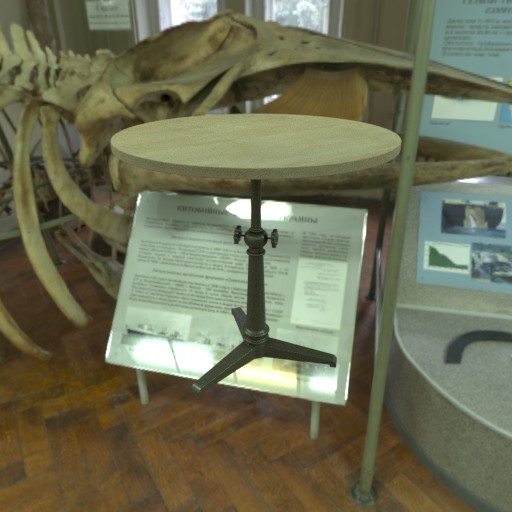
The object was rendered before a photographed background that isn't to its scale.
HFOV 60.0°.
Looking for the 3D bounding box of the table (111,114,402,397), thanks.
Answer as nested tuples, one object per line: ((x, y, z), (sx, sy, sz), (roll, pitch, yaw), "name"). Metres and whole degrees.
((0.000, 0.000, 1.437), (0.800, 0.780, 0.800), (0, 25, 0), "table")
